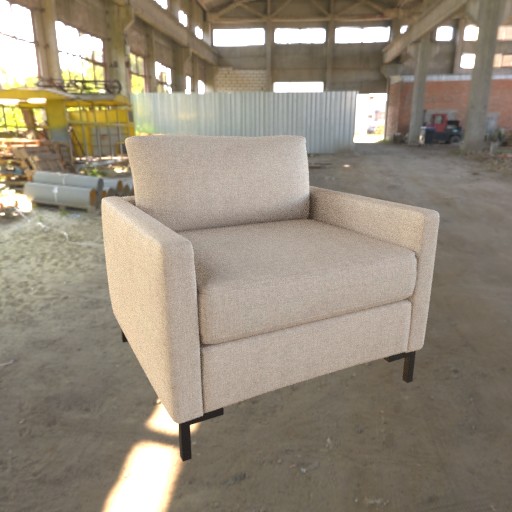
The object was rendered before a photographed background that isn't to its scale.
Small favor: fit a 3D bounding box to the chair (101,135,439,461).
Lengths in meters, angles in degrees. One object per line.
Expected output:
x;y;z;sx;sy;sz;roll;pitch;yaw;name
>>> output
0.000;0.000;1.640;0.963;0.861;0.866;-8;18;-26;chair
